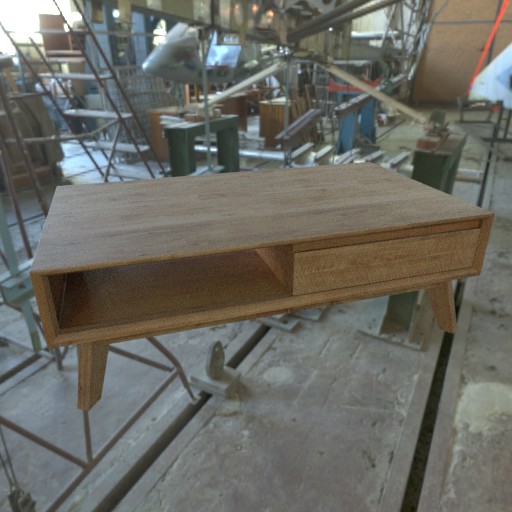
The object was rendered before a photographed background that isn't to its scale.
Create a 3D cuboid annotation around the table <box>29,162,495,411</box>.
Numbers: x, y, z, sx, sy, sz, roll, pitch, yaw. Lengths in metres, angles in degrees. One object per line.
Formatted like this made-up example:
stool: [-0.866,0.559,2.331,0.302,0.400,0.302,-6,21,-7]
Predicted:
table: [0.000,0.000,1.966,1.619,0.531,0.918,-8,26,-16]
